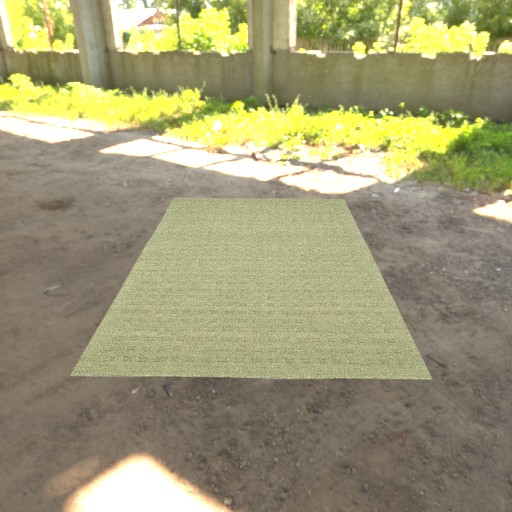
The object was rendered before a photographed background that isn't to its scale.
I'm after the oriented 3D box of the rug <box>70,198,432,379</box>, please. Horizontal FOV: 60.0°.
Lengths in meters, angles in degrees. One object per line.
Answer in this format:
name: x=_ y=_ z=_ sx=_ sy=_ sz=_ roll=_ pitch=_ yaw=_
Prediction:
rug: x=0.000 y=0.000 z=2.180 sx=1.143 sy=0.006 sz=1.747 roll=0 pitch=26 yaw=1
